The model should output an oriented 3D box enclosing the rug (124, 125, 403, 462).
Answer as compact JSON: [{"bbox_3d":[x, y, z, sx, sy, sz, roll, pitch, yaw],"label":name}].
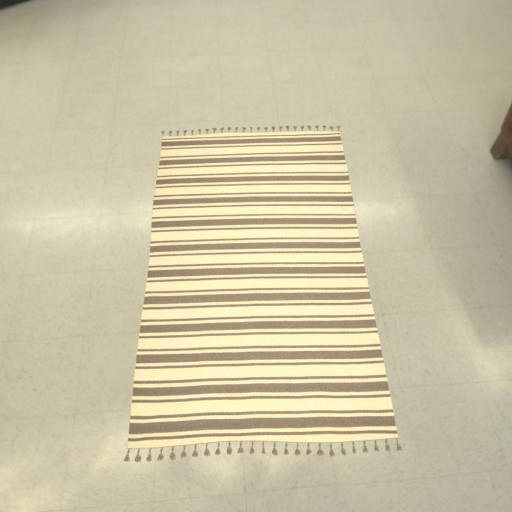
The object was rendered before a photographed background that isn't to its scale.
[{"bbox_3d":[0.000,0.000,2.496,1.229,0.011,2.096,-2,58,-1],"label":"rug"}]
